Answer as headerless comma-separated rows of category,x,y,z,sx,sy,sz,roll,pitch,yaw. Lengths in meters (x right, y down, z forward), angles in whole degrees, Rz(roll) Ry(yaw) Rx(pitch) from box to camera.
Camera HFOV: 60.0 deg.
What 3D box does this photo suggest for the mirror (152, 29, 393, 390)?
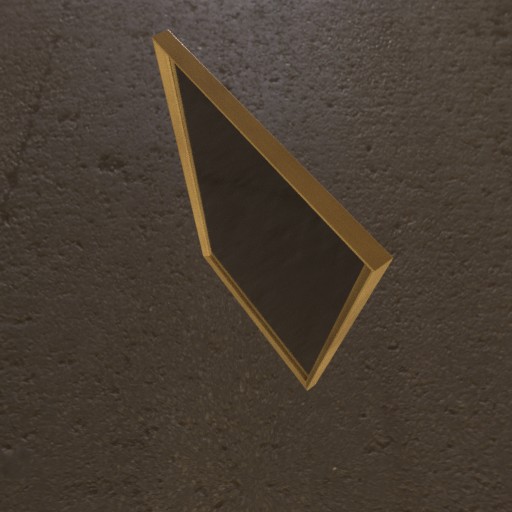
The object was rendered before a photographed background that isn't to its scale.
mirror,0.000,0.000,1.141,0.041,0.915,0.609,-33,68,-16
